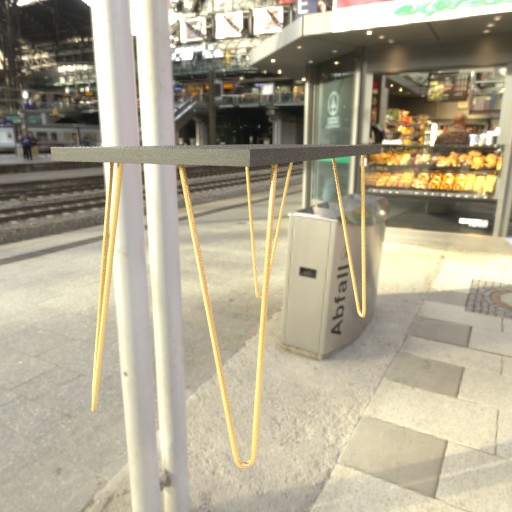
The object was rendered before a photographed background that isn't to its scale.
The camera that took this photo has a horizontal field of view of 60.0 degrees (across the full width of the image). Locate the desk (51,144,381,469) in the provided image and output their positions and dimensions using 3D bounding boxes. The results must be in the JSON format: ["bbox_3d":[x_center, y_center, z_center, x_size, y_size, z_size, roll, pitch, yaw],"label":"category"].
[{"bbox_3d":[0.000,0.000,1.368,0.499,0.660,0.991,8,16,27],"label":"desk"}]
